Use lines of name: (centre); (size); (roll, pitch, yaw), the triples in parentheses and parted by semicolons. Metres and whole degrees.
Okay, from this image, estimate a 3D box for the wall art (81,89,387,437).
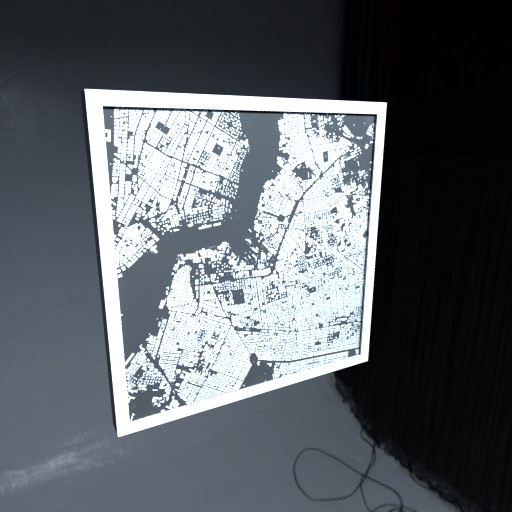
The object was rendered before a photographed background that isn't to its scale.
wall art: (0.000, 0.000, 0.751); (0.506, 0.506, 0.038); (-8, 17, -27)
